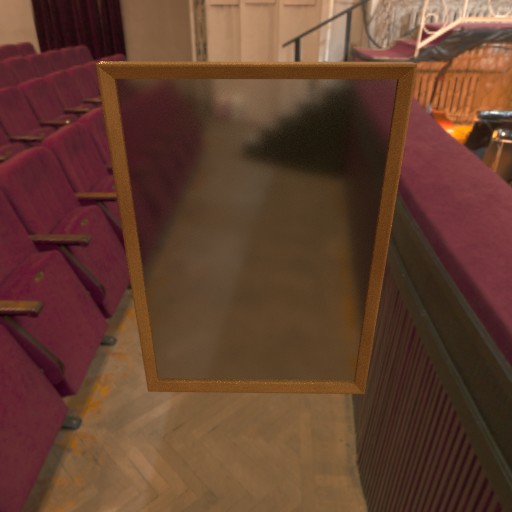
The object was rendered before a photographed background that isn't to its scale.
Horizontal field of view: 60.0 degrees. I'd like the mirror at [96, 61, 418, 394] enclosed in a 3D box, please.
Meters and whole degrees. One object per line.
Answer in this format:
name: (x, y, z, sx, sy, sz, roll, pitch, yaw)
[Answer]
mirror: (0.000, 0.000, 0.884, 0.507, 0.710, 0.039, 0, 29, 1)
